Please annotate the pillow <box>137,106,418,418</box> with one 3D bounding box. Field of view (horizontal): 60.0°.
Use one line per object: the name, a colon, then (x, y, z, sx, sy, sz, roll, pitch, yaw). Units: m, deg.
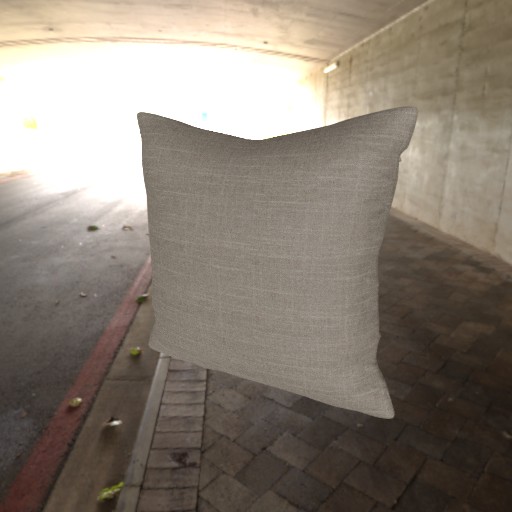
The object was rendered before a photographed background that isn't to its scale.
pillow: (0.000, 0.000, 0.637, 0.424, 0.400, 0.169, 9, 18, 27)
